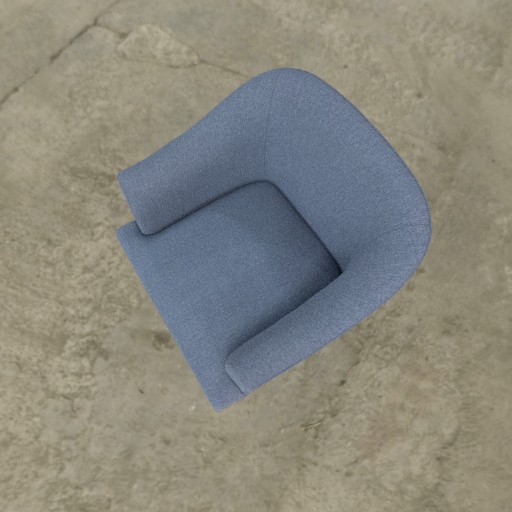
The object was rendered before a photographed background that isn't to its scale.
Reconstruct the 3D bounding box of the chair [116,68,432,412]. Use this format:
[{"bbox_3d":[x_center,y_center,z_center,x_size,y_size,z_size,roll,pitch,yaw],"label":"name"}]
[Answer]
[{"bbox_3d":[0.000,0.000,1.423,0.704,0.815,0.772,-30,68,-14],"label":"chair"}]
